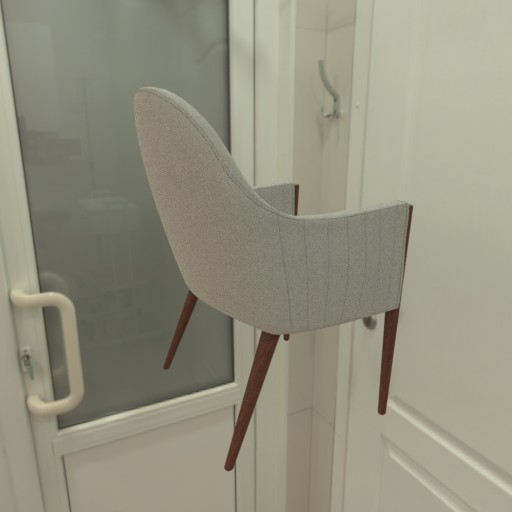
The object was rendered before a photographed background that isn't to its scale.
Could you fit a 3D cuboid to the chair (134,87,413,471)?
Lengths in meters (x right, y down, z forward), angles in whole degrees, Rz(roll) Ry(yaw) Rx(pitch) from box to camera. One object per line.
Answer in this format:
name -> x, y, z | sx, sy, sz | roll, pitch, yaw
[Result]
chair -> 0.000, 0.000, 1.281 | 0.620, 0.889, 0.610 | -8, 17, -26
